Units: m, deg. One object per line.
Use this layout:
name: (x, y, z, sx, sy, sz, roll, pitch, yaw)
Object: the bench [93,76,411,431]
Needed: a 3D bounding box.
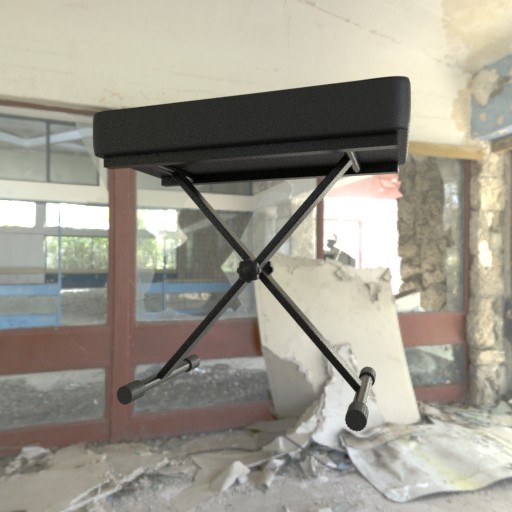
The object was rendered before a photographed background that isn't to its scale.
bench: (0.000, 0.000, 0.915, 0.600, 0.561, 0.300, 0, -1, 18)
